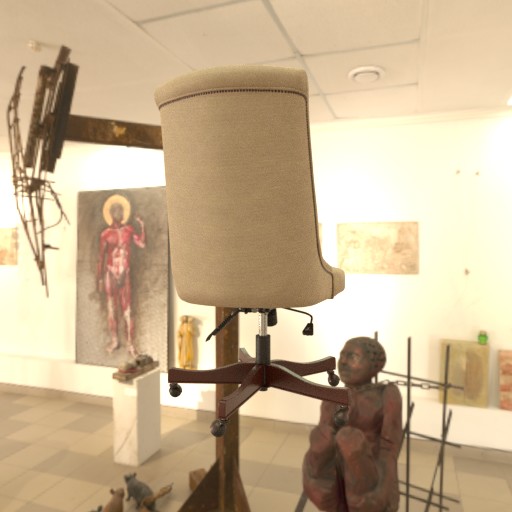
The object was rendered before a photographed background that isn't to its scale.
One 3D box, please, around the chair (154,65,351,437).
[{"bbox_3d":[0.000,0.000,1.478,0.645,1.010,0.696,1,2,19],"label":"chair"}]
